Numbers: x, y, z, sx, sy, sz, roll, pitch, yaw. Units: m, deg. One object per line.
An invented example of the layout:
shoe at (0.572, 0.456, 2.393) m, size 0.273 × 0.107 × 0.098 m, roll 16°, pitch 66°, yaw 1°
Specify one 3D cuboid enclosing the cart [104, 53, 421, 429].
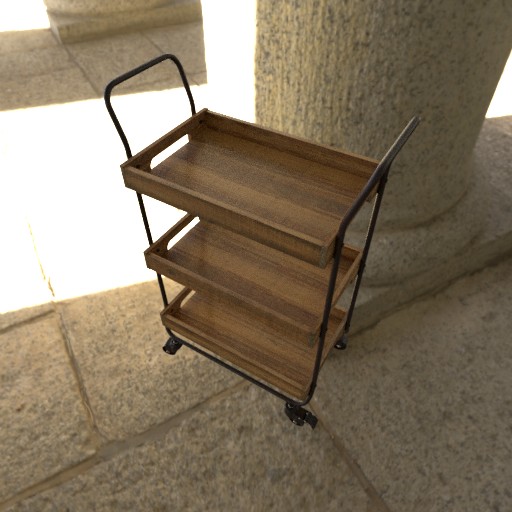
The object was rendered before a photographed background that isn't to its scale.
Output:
cart at (0.000, 0.000, 1.145) m, size 0.583 × 0.857 × 0.339 m, roll 23°, pitch 49°, yaw 22°
